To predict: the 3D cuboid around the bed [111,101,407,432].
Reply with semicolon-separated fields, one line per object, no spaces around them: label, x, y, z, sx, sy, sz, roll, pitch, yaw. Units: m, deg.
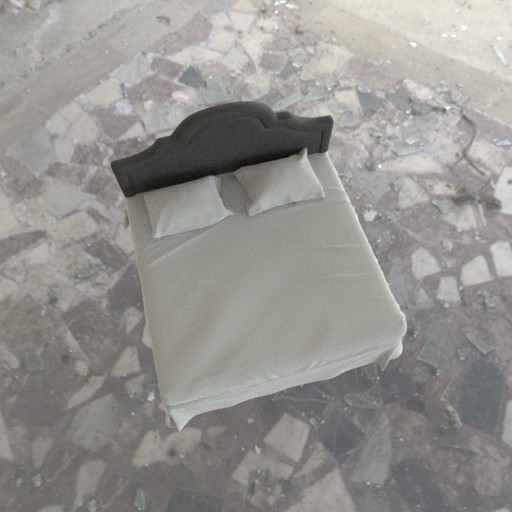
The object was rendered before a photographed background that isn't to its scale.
bed;0.000;0.000;3.783;2.303;1.631;2.222;-14;64;-7
